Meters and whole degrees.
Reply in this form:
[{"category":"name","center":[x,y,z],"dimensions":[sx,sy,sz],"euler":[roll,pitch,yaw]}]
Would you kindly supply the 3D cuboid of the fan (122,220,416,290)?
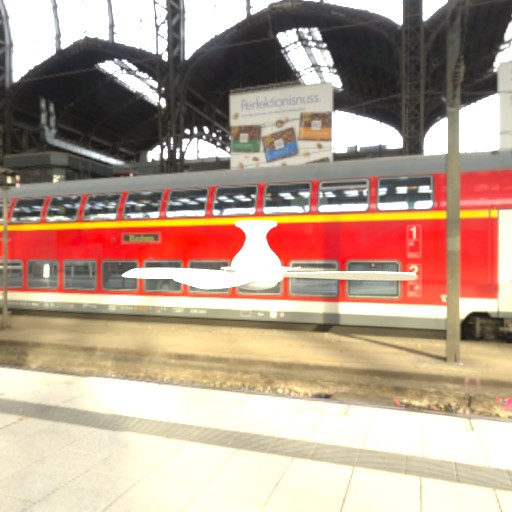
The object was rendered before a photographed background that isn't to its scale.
[{"category":"fan","center":[0.000,0.000,2.493],"dimensions":[1.694,0.382,1.693],"euler":[0,0,18]}]
